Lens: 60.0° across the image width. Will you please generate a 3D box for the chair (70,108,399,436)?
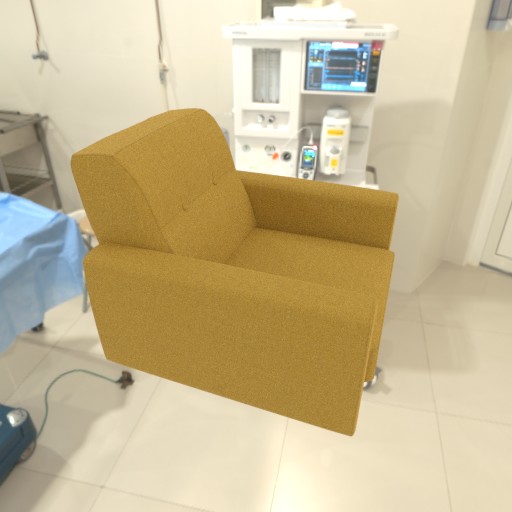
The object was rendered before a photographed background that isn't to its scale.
[{"bbox_3d":[0.000,0.000,1.535,0.909,0.841,0.831,10,33,17],"label":"chair"}]
